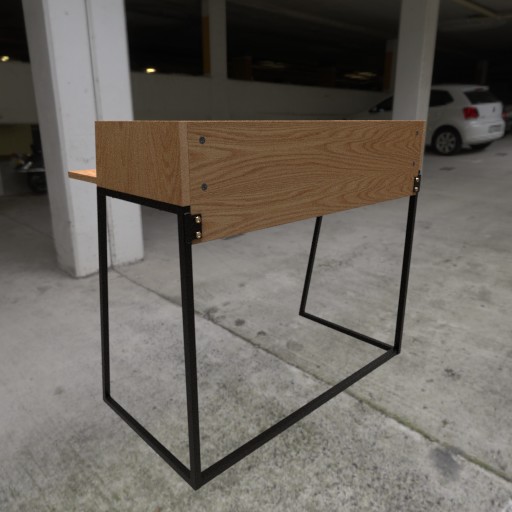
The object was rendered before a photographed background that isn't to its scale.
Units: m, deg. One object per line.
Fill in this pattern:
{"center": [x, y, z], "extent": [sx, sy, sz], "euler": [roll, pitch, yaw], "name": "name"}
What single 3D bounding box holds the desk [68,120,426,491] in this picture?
{"center": [0.000, 0.000, 1.816], "extent": [1.191, 1.061, 0.769], "euler": [-15, 23, -41], "name": "desk"}
